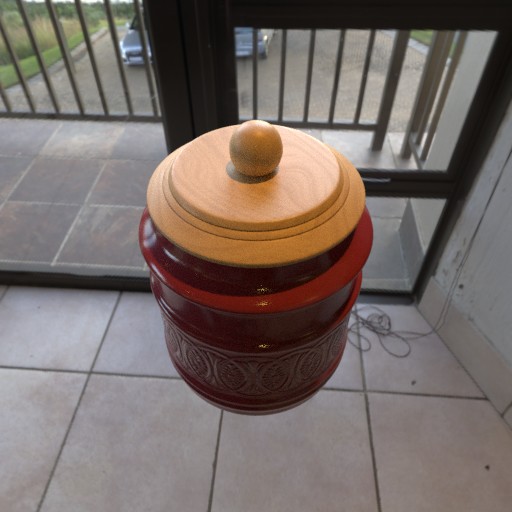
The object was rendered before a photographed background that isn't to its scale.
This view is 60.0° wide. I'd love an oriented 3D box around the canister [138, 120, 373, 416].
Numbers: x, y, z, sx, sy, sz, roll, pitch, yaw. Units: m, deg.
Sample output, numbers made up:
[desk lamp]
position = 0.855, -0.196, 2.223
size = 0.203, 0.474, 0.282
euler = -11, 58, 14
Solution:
[canister]
position = 0.000, 0.000, 0.270
size = 0.130, 0.176, 0.130
euler = 0, 46, 0
